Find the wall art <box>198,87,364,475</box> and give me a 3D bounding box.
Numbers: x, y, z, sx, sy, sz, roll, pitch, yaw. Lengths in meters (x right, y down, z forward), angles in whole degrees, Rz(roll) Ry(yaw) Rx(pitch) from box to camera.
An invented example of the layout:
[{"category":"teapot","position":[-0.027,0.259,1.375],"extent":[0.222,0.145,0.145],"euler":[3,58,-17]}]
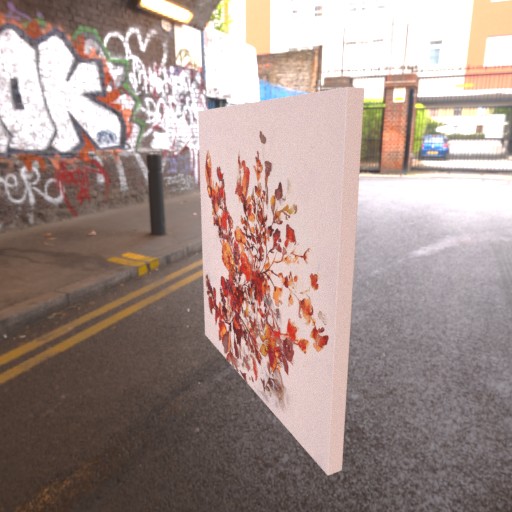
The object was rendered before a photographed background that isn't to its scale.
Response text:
[{"category":"wall art","position":[0.000,0.000,1.542],"extent":[0.049,1.009,1.009],"euler":[-7,17,-25]}]
